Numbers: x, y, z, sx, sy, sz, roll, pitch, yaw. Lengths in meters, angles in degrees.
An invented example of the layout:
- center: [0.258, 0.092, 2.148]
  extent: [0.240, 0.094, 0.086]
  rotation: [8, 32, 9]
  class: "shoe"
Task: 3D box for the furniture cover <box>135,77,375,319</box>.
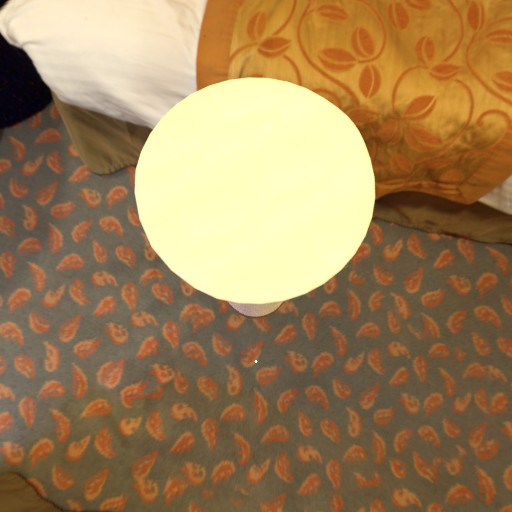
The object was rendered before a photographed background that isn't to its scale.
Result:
- center: [0.000, 0.000, 2.842]
  extent: [0.914, 2.413, 0.914]
  rotation: [-32, 79, -7]
  class: "furniture cover"
